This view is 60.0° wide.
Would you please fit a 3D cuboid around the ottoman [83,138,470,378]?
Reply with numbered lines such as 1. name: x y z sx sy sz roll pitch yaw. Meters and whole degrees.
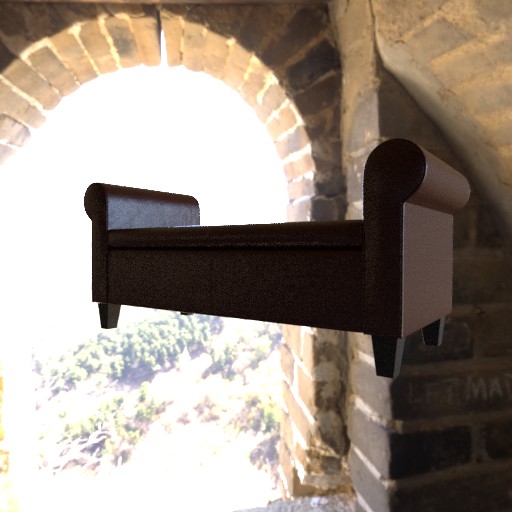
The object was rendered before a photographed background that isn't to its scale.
1. ottoman: 0.000 0.000 1.522 1.256 0.547 0.521 1 1 36
